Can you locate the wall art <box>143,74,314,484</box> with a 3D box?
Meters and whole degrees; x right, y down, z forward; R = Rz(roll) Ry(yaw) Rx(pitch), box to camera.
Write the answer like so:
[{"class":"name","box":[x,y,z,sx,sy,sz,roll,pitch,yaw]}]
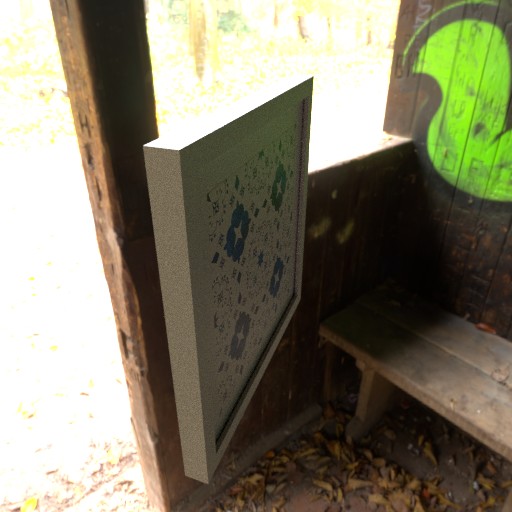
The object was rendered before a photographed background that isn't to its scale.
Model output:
[{"class":"wall art","box":[0.000,0.000,0.524,0.027,0.355,0.355,11,32,18]}]
